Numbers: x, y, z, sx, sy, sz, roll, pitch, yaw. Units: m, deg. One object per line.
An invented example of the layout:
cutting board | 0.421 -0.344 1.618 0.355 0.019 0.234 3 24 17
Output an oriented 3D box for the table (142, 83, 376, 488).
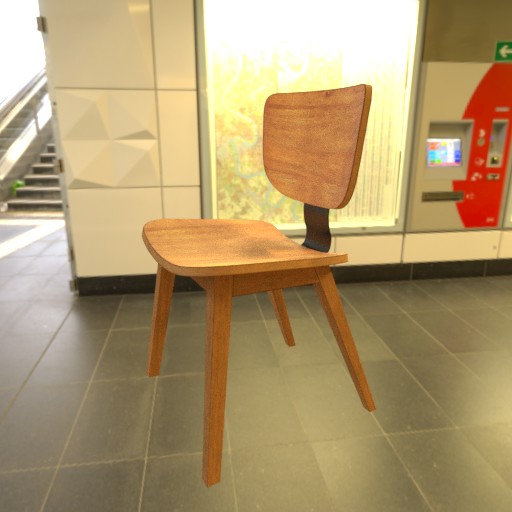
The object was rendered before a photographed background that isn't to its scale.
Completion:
table | 0.000 0.000 1.126 0.500 0.805 0.499 -9 19 -26
